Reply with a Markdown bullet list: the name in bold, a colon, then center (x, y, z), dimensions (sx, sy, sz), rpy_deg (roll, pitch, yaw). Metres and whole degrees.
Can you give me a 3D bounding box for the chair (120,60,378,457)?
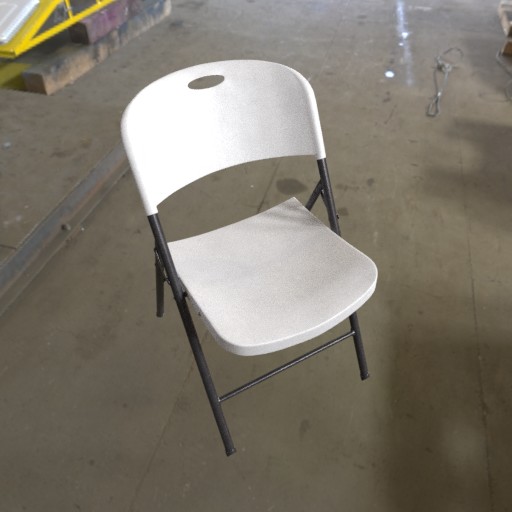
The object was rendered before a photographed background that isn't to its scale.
- **chair**: center (0.000, 0.000, 1.167), dimensions (0.494, 0.810, 0.566), rpy_deg (-22, 49, -20)
